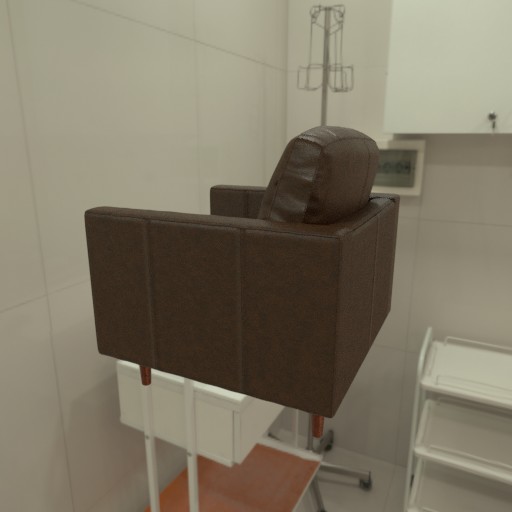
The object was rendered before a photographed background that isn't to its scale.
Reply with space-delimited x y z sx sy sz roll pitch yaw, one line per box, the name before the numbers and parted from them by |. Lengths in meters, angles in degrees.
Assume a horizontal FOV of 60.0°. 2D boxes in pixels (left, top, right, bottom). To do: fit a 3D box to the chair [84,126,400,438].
chair | 0.000 0.000 1.713 0.909 0.956 0.890 7 17 25
